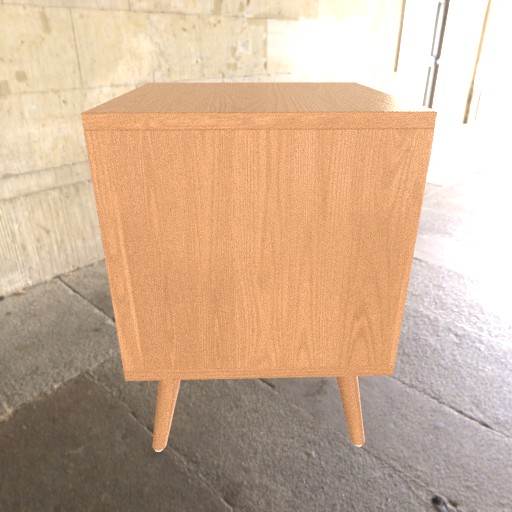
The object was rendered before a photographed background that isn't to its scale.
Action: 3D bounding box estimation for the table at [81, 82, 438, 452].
[{"bbox_3d":[0.000,0.000,0.795,0.400,0.550,0.400,-1,26,-2],"label":"table"}]
